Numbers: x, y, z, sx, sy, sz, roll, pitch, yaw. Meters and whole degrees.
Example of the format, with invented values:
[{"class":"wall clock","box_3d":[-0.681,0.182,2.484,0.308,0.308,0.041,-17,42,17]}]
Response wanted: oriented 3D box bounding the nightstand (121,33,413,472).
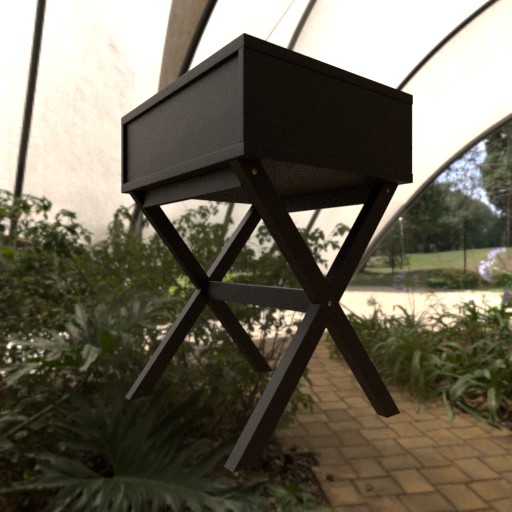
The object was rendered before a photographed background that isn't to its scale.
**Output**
[{"class":"nightstand","box_3d":[0.000,0.000,0.928,0.402,0.623,0.479,0,0,-37]}]
